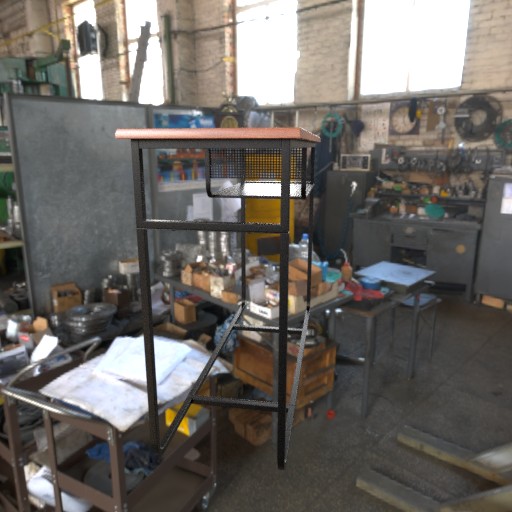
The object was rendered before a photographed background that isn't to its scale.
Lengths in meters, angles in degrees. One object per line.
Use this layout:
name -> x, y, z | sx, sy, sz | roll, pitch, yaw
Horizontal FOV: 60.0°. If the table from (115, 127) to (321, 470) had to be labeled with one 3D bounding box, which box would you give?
table -> 0.000, 0.000, 1.424 | 0.350, 0.750, 1.100 | 2, 14, 10
